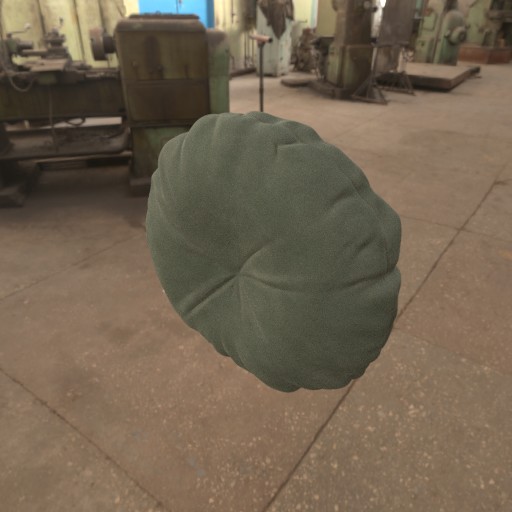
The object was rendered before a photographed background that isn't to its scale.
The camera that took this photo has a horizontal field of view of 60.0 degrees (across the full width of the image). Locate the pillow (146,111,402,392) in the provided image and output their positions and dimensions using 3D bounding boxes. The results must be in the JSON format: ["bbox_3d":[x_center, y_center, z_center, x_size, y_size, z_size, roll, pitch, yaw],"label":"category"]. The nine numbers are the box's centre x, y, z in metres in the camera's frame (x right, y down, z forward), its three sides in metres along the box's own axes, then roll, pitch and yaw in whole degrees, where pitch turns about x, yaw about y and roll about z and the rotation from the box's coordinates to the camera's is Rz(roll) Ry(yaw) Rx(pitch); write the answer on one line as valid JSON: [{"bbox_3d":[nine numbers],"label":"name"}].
[{"bbox_3d":[0.000,0.000,0.647,0.428,0.407,0.148,22,37,32],"label":"pillow"}]
